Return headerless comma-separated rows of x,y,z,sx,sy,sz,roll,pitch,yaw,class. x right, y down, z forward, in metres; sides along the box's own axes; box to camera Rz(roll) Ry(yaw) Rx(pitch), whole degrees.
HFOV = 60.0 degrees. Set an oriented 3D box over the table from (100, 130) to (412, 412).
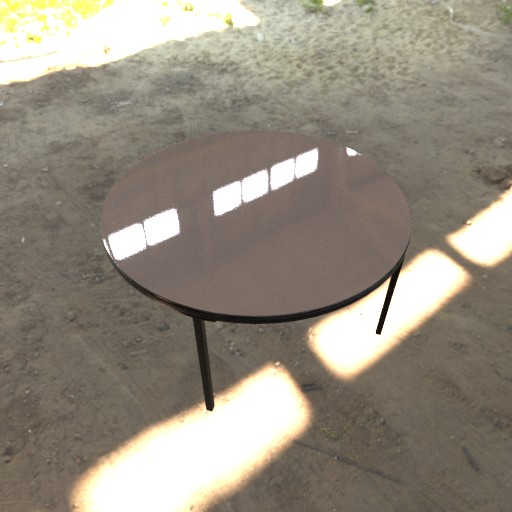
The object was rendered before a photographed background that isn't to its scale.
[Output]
0.000,0.000,1.303,0.800,0.400,0.800,0,42,0,table
